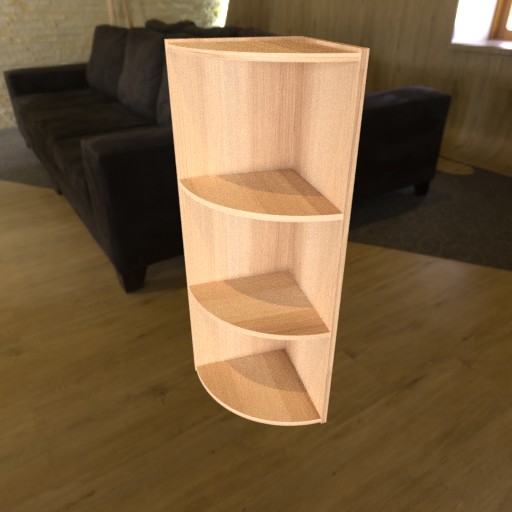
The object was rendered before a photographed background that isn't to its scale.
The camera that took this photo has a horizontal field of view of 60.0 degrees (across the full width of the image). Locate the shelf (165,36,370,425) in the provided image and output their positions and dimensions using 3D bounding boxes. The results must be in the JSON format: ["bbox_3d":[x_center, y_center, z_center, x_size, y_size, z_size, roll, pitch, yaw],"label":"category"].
[{"bbox_3d":[0.000,0.000,1.005,0.290,0.872,0.290,-8,31,-14],"label":"shelf"}]
